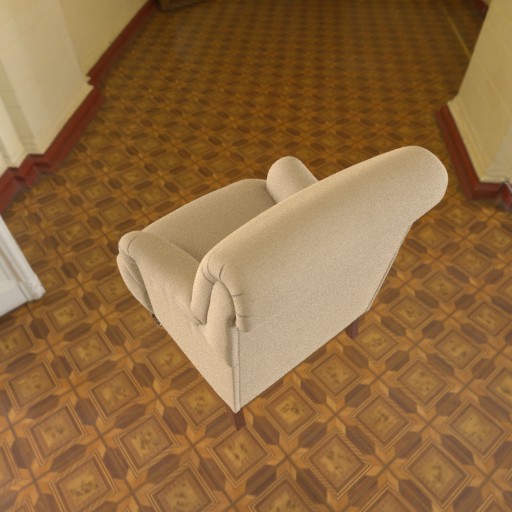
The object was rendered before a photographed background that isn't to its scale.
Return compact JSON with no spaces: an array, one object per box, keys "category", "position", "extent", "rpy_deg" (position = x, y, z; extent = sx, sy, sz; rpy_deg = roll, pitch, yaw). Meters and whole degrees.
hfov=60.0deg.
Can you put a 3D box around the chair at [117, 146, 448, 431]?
[{"category":"chair","position":[0.000,0.000,1.570],"extent":[0.766,0.942,0.842],"rpy_deg":[-31,54,-26]}]
